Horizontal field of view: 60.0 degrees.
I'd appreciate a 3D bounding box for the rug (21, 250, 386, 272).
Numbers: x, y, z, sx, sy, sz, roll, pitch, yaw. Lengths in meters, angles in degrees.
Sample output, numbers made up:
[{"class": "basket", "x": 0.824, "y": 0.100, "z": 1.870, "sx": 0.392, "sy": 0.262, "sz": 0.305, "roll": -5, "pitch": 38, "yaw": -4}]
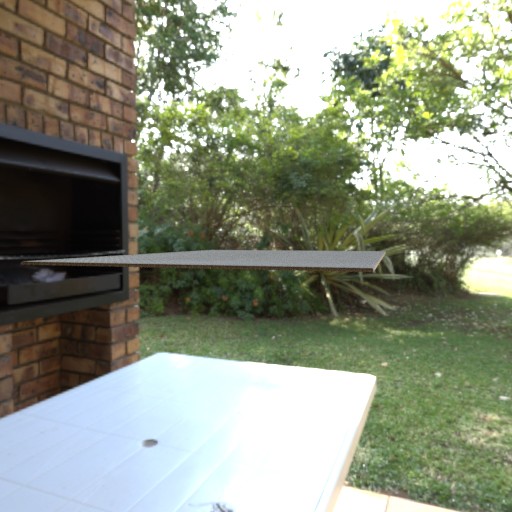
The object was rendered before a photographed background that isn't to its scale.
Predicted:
[{"class": "rug", "x": 0.000, "y": 0.000, "z": 2.756, "sx": 1.509, "sy": 0.013, "sz": 2.144, "roll": 1, "pitch": 2, "yaw": 17}]
